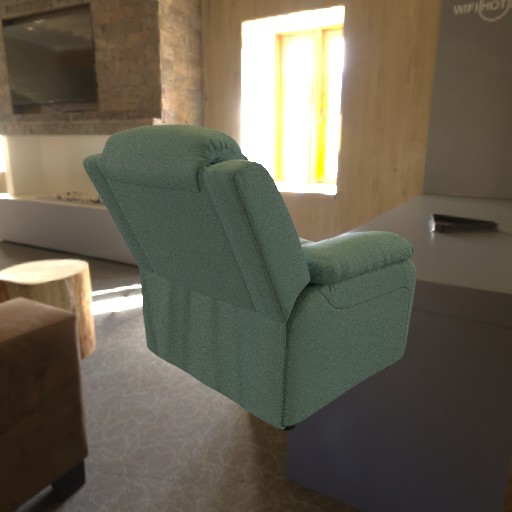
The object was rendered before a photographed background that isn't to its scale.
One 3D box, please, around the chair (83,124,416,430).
[{"bbox_3d":[0.000,0.000,1.253,0.709,0.702,0.680,-15,21,-43],"label":"chair"}]
